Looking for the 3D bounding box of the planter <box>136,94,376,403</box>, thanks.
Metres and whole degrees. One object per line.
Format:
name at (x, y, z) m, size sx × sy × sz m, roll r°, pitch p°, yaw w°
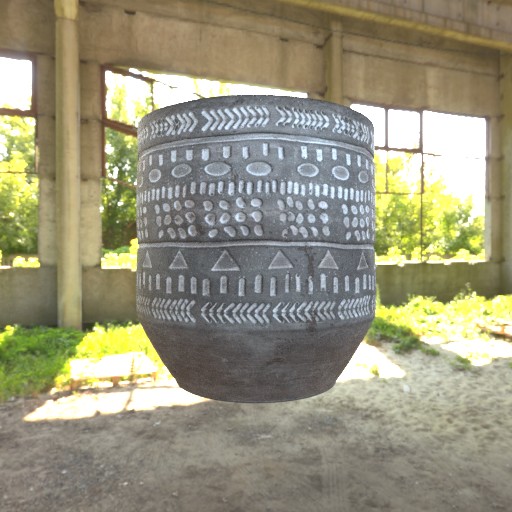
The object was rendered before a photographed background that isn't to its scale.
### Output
planter at (0.000, 0.000, 0.233) m, size 0.122 × 0.128 × 0.122 m, roll 0°, pitch 0°, yaw 0°
